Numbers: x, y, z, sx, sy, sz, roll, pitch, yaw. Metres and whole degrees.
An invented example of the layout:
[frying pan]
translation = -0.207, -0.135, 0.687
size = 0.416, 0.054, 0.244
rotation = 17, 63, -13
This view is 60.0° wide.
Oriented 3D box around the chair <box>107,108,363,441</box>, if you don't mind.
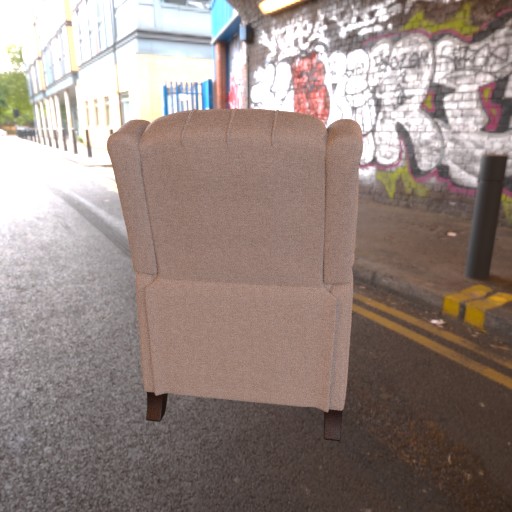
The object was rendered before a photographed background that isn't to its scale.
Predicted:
[chair]
translation = 0.000, 0.000, 1.668
size = 0.742, 1.035, 0.902
rotation = 3, 17, 9
